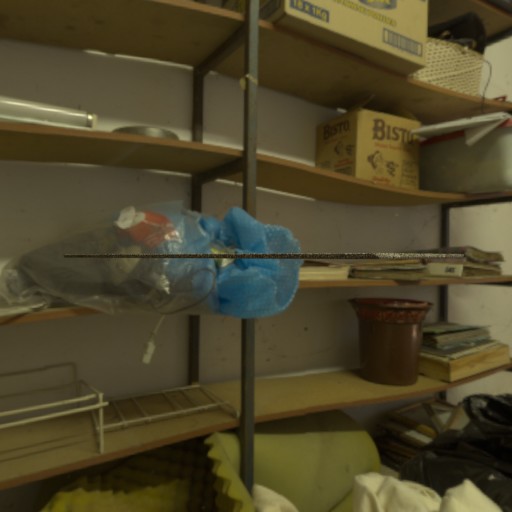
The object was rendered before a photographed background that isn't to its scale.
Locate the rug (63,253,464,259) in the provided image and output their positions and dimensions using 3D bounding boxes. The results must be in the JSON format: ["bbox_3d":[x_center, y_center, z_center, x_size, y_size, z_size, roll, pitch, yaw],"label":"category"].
[{"bbox_3d":[0.000,0.000,3.068,2.352,0.025,1.501,0,0,37],"label":"rug"}]
